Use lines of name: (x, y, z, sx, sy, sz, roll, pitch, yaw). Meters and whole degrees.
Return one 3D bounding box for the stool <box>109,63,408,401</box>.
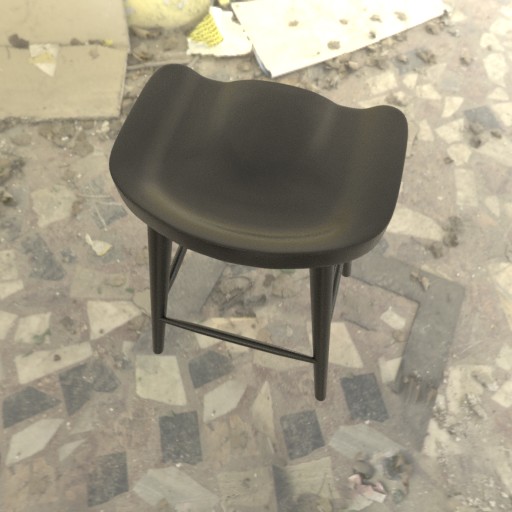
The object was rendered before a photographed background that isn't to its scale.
stool: (0.000, 0.000, 0.885, 0.440, 0.615, 0.361, 14, 64, 7)
